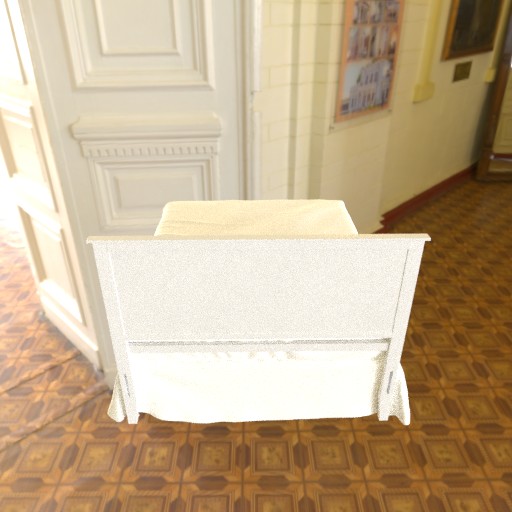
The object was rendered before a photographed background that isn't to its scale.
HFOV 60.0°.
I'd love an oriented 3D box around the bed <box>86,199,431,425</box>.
[{"bbox_3d":[0.000,0.000,3.279,1.876,1.269,2.047,0,29,-1],"label":"bed"}]
